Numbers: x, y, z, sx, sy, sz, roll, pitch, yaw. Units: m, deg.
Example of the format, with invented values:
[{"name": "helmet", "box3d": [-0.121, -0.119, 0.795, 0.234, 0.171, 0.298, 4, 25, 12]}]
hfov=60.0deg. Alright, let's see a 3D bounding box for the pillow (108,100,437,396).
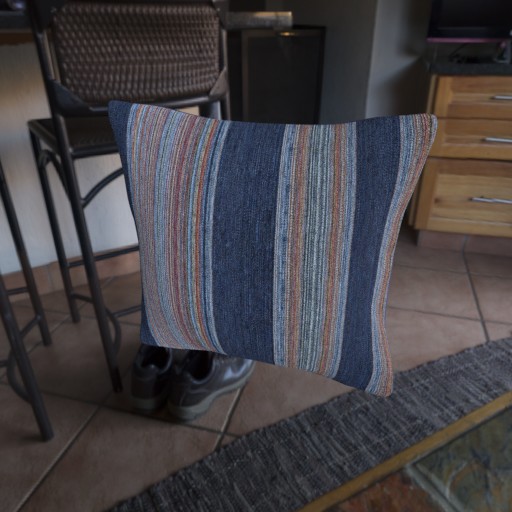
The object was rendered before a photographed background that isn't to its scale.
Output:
[{"name": "pillow", "box3d": [0.000, 0.000, 0.646, 0.437, 0.419, 0.136, 8, 27, 16]}]
